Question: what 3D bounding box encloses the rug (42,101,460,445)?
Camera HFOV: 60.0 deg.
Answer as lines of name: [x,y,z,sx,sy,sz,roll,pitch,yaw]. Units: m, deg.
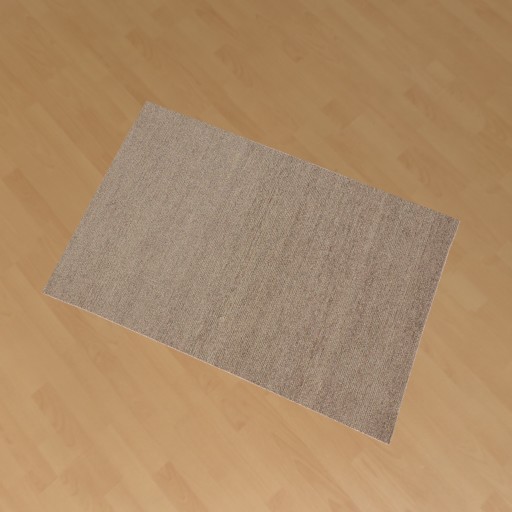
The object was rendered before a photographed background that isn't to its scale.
rug: [0.000,0.000,2.208,1.792,0.021,1.154,22,77,5]
